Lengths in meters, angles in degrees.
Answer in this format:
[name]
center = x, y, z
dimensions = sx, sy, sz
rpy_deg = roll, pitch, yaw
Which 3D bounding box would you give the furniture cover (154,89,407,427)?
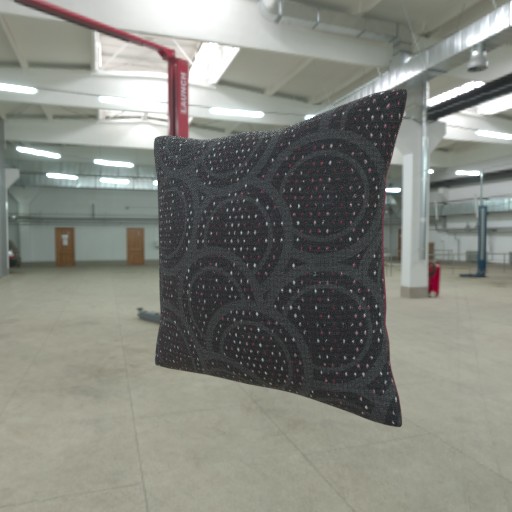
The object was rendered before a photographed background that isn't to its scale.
[furniture cover]
center = 0.000, 0.000, 0.824
dimensions = 0.552, 0.509, 0.193
rpy_deg = 2, 3, 36
